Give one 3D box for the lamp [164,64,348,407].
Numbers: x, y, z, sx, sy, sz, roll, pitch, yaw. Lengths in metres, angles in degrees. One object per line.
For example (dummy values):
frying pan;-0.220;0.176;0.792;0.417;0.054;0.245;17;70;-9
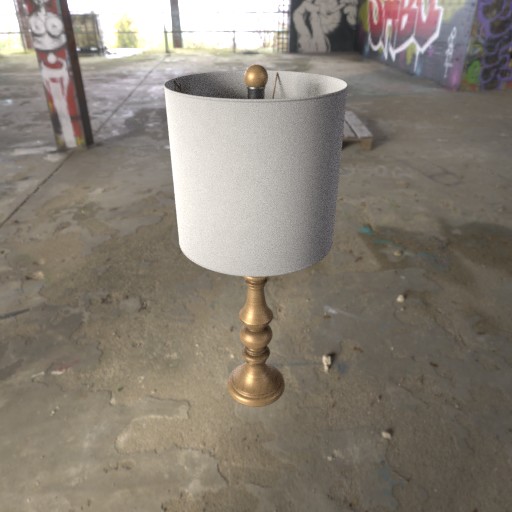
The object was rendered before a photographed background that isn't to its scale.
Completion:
lamp;0.000;0.000;0.748;0.250;0.597;0.250;8;31;14
